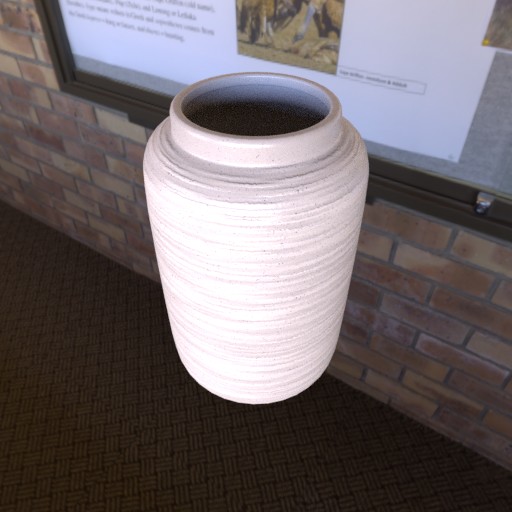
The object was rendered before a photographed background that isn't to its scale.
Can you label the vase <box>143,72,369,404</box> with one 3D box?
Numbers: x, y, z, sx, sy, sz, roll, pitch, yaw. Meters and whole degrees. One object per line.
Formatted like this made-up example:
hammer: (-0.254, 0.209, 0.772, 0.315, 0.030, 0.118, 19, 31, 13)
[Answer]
vase: (0.000, 0.000, 0.469, 0.202, 0.335, 0.202, 0, 42, 0)
